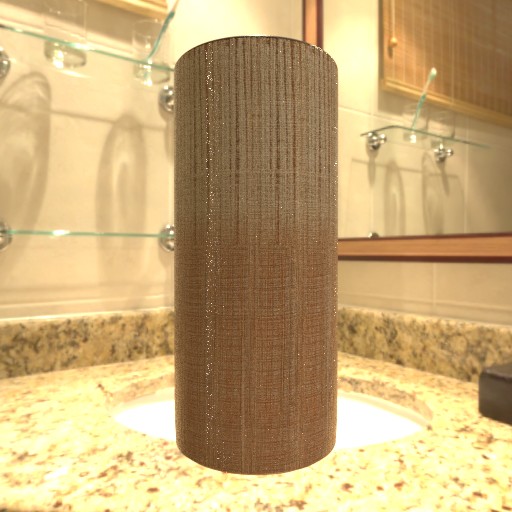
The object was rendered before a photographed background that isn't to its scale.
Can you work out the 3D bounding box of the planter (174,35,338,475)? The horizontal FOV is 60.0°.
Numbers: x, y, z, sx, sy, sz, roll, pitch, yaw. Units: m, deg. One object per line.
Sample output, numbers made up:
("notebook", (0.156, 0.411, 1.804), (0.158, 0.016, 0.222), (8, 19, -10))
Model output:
("planter", (0.000, 0.000, 0.275), (0.100, 0.227, 0.100), (0, 1, 18))
